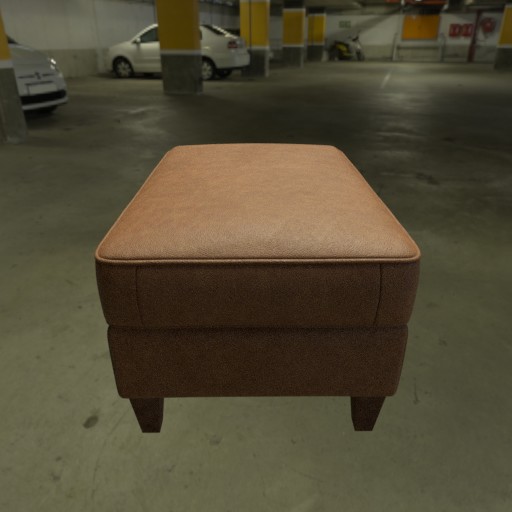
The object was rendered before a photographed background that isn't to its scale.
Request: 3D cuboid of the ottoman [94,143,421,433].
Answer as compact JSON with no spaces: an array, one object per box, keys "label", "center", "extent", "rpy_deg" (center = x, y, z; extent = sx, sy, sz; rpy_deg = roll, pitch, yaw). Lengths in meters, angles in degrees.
[{"label":"ottoman","center":[0.000,0.000,1.182],"extent":[0.584,0.483,0.864],"rpy_deg":[0,26,-1]}]
